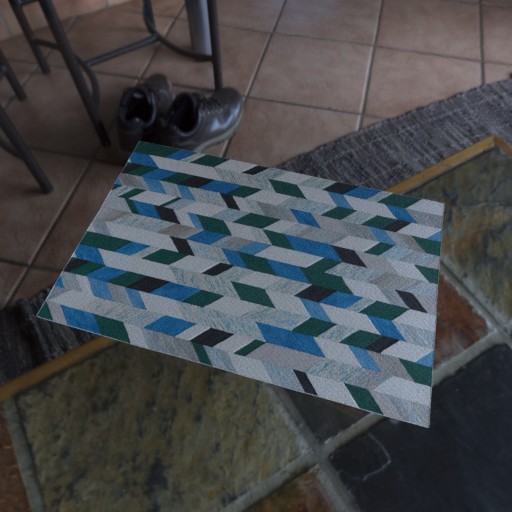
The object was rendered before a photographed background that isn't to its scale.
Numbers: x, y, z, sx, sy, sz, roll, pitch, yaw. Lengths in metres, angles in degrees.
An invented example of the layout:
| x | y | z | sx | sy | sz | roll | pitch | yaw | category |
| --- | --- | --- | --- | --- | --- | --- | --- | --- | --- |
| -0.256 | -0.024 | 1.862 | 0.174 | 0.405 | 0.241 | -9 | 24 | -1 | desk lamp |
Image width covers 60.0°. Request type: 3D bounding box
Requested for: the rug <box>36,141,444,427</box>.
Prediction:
| x | y | z | sx | sy | sz | roll | pitch | yaw | category |
| --- | --- | --- | --- | --- | --- | --- | --- | --- | --- |
| 0.000 | 0.000 | 2.273 | 1.827 | 0.005 | 1.229 | 13 | 59 | 8 | rug |
